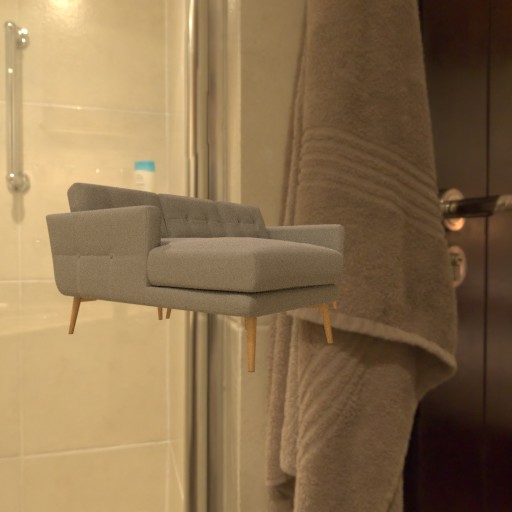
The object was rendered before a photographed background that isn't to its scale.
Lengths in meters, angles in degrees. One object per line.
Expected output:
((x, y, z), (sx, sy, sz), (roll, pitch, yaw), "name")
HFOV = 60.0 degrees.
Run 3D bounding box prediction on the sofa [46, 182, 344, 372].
((0.000, 0.000, 2.858), (1.530, 0.860, 2.040), (0, 1, 37), "sofa")
